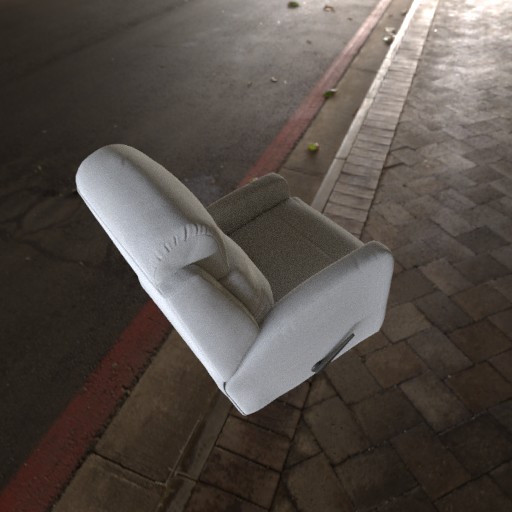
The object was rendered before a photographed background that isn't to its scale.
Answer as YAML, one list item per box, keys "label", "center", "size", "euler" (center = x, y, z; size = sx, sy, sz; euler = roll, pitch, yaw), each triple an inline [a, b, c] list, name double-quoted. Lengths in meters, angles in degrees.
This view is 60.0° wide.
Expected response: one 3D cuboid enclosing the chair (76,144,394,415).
- label: "chair"
  center: [0.000, 0.000, 1.764]
  size: [1.043, 1.013, 0.798]
  euler: [-26, 48, -27]
